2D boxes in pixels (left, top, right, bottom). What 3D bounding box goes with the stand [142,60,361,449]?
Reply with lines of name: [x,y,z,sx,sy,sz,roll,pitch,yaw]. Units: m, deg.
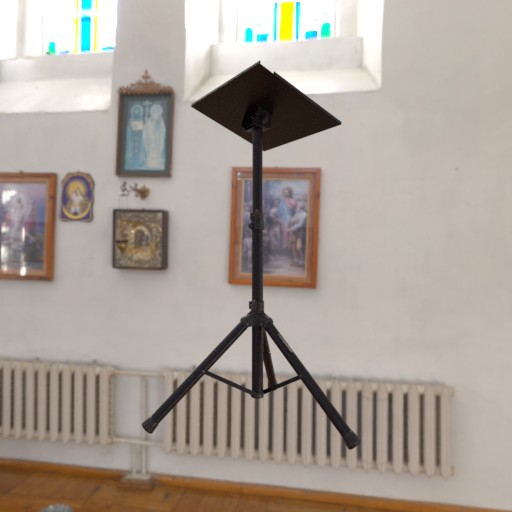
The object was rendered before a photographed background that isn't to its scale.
stand: [0.000,0.000,1.564,0.702,1.198,0.702,1,-1,-36]
